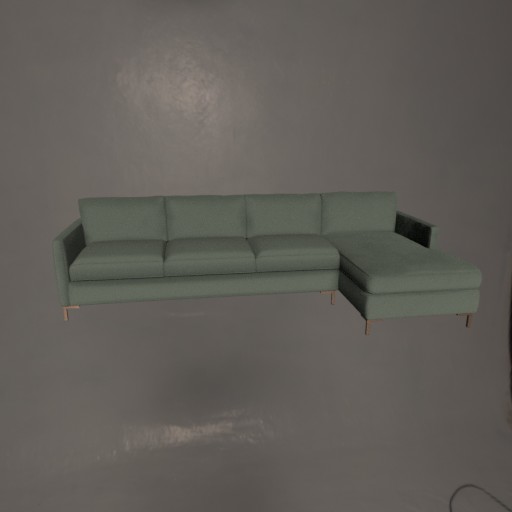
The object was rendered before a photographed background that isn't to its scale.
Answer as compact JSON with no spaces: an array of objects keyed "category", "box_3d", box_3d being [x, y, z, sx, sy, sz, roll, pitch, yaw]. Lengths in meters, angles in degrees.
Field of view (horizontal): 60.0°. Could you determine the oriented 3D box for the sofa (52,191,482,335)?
[{"category":"sofa","box_3d":[0.000,0.000,3.171,2.725,0.756,1.255,-2,16,-8]}]
